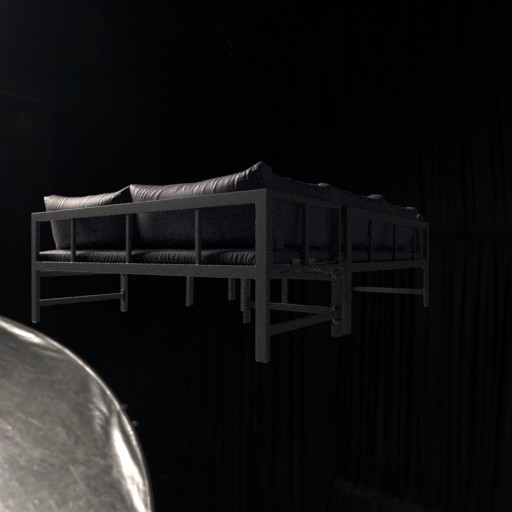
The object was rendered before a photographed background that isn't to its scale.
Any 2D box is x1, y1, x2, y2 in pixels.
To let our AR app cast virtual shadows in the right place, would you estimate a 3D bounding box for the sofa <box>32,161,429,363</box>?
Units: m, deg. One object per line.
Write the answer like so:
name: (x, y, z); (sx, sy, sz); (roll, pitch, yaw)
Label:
sofa: (0.000, 0.000, 2.951); (1.658, 0.762, 2.149); (0, 0, 36)
